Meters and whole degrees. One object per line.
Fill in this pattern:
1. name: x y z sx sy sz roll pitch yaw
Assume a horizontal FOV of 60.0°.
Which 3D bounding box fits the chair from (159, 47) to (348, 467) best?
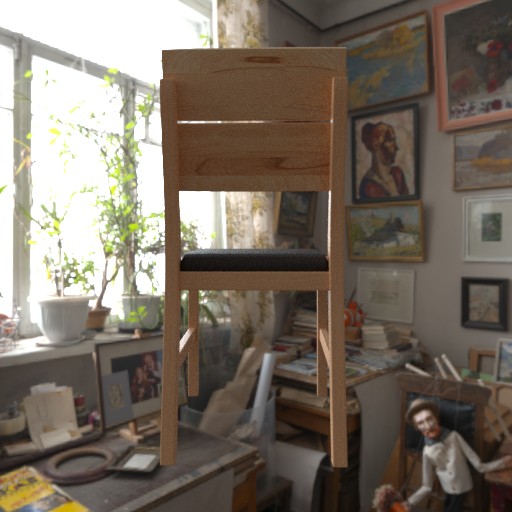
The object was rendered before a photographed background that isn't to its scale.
1. chair: 0.000 0.000 1.270 0.475 0.950 0.560 0 0 1
